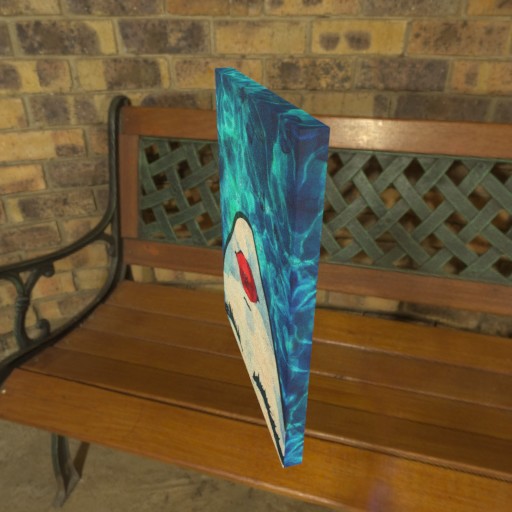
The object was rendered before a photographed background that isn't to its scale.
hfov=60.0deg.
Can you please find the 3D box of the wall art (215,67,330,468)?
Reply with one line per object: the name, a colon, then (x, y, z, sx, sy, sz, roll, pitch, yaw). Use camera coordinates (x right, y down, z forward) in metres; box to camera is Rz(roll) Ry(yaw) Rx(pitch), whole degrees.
wall art: (0.000, 0.000, 0.888, 0.038, 0.635, 0.508, -8, 32, -14)
